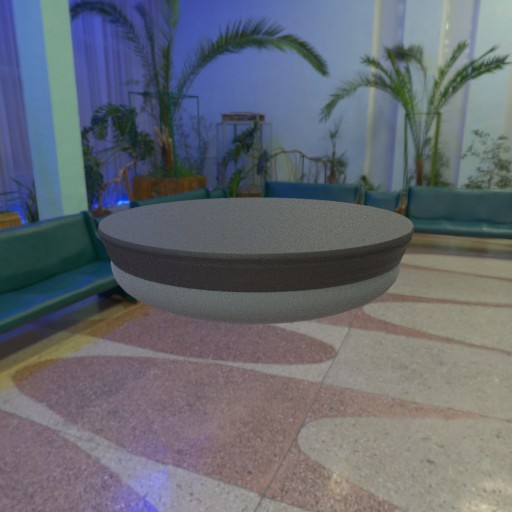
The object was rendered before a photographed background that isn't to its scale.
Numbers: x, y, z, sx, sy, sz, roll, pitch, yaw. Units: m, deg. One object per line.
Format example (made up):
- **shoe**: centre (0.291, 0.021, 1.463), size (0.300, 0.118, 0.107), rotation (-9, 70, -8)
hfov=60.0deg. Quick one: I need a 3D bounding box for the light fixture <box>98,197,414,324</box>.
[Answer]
- **light fixture**: centre (0.000, 0.000, 0.557), size (0.368, 0.100, 0.368), rotation (0, 15, 0)
